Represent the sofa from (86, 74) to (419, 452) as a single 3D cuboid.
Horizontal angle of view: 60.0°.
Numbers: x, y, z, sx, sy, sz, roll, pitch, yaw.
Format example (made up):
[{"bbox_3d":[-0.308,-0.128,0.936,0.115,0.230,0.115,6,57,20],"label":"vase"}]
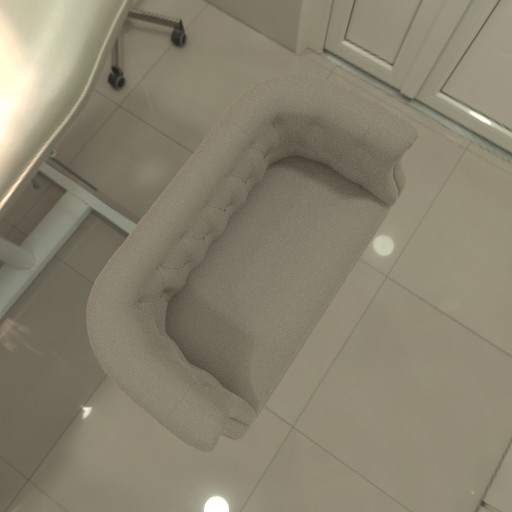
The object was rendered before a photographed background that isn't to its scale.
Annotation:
[{"bbox_3d":[0.000,0.000,2.081,0.835,0.827,1.558,33,78,8],"label":"sofa"}]
